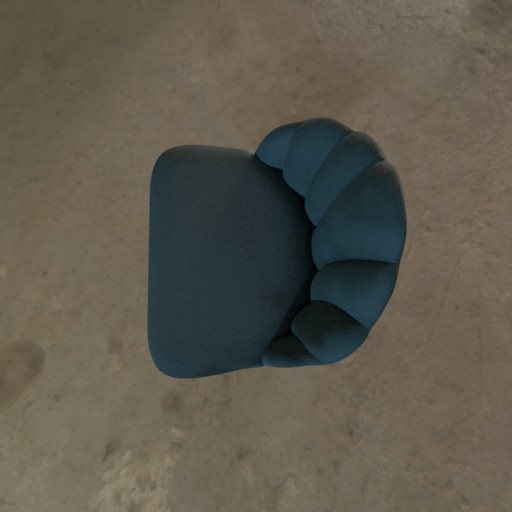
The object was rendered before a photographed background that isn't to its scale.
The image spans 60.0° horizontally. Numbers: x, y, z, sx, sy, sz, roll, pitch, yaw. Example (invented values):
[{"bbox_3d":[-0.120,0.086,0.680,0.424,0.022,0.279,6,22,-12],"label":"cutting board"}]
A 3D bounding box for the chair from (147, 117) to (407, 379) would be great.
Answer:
[{"bbox_3d":[0.000,0.000,1.263,0.599,0.819,0.657,-2,77,0],"label":"chair"}]
